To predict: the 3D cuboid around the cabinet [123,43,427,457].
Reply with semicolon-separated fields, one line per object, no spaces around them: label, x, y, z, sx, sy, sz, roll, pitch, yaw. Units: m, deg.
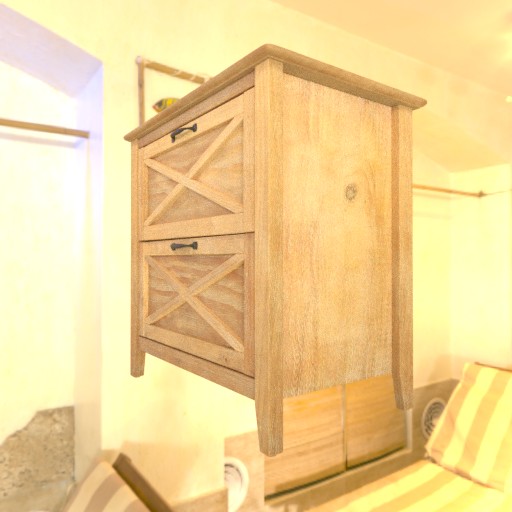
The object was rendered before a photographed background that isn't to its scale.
cabinet;0.000;0.000;1.248;0.503;0.762;0.763;0;-1;-36
